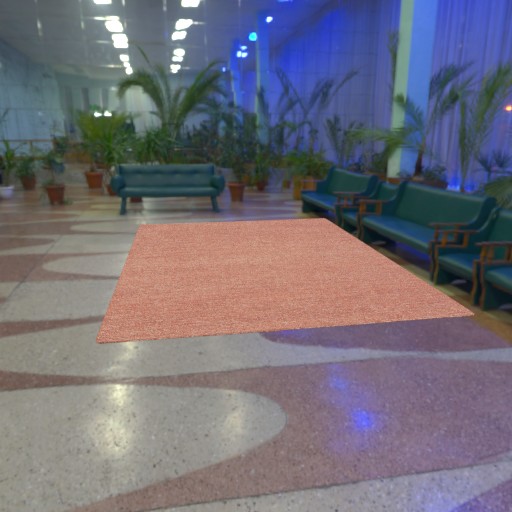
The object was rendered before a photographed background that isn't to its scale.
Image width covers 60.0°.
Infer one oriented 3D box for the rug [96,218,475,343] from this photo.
[{"bbox_3d":[0.000,0.000,2.795,1.594,0.009,2.112,-3,17,-9],"label":"rug"}]
